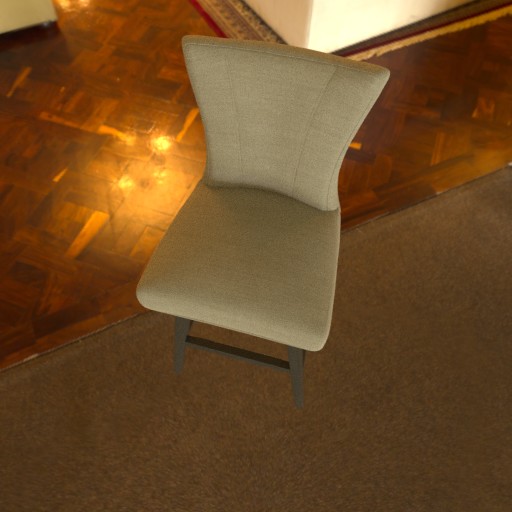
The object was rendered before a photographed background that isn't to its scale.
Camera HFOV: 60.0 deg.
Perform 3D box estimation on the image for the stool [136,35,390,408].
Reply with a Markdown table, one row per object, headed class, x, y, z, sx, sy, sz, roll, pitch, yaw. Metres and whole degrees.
| class | x | y | z | sx | sy | sz | roll | pitch | yaw |
| --- | --- | --- | --- | --- | --- | --- | --- | --- | --- |
| stool | 0.000 | 0.000 | 1.375 | 0.514 | 1.086 | 0.574 | 13 | 59 | 8 |
